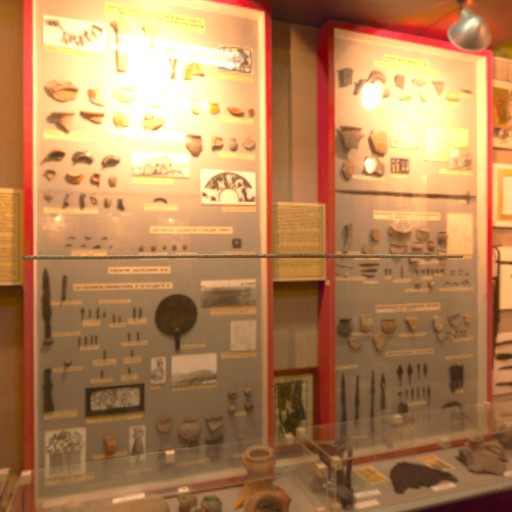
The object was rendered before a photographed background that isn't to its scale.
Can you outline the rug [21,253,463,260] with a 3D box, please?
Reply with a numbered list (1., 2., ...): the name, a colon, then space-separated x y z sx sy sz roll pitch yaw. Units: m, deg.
1. rug: 0.000 0.000 2.557 2.320 0.032 0.692 0 0 -18
